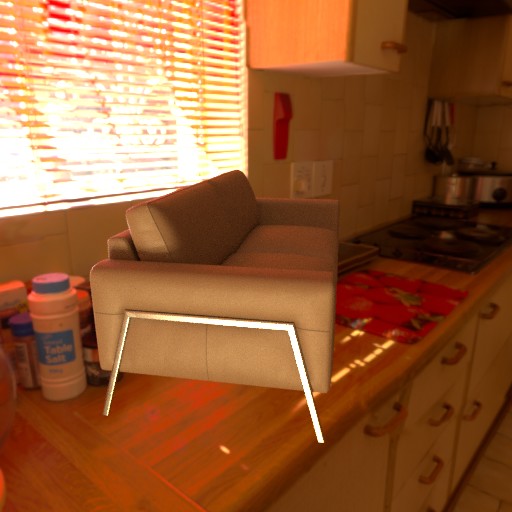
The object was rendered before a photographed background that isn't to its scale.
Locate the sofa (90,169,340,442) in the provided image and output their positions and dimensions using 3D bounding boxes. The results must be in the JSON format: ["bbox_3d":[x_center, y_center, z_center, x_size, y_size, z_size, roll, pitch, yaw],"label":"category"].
[{"bbox_3d":[0.000,0.000,2.610,0.953,0.875,2.017,3,16,10],"label":"sofa"}]
